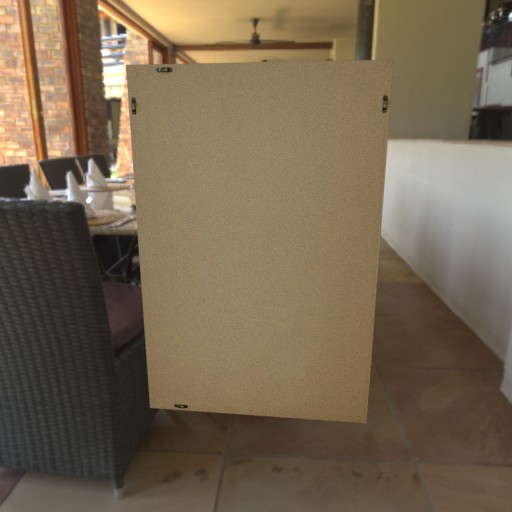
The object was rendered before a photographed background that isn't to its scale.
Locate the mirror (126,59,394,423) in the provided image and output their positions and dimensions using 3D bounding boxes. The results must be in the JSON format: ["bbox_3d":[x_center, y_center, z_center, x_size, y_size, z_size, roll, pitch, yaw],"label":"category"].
[{"bbox_3d":[0.000,0.000,1.135,0.609,0.915,0.041,2,15,6],"label":"mirror"}]
